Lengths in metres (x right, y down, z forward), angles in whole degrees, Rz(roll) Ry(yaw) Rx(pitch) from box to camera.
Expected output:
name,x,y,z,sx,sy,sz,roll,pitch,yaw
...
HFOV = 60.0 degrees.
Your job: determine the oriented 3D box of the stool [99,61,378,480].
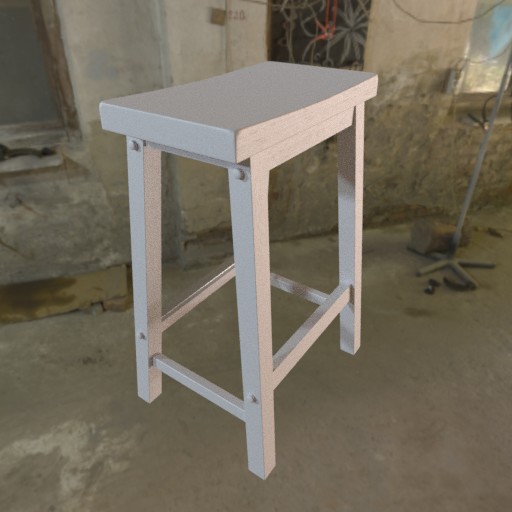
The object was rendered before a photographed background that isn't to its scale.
name,x,y,z,sx,sy,sz,roll,pitch,yaw
stool,0.000,0.000,0.833,0.322,0.610,0.406,21,38,29
